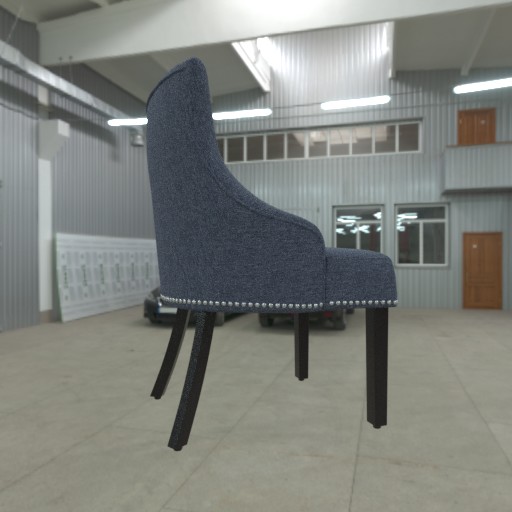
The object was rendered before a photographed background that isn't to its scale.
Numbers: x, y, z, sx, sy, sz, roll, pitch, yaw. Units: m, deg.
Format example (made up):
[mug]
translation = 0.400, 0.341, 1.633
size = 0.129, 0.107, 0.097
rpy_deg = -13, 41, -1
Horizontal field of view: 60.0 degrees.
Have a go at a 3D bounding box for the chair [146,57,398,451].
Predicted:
[chair]
translation = 0.000, 0.000, 1.313
size = 0.629, 0.909, 0.566
rpy_deg = 0, 0, -19
